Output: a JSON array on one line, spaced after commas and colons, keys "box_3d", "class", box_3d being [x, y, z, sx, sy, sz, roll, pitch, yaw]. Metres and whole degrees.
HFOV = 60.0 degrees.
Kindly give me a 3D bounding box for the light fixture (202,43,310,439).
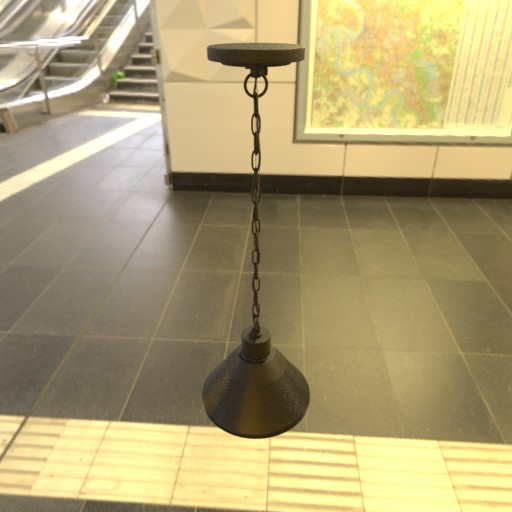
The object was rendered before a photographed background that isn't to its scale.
[{"box_3d": [0.000, 0.000, 0.685, 0.201, 0.588, 0.201, -8, 30, -14], "class": "light fixture"}]
